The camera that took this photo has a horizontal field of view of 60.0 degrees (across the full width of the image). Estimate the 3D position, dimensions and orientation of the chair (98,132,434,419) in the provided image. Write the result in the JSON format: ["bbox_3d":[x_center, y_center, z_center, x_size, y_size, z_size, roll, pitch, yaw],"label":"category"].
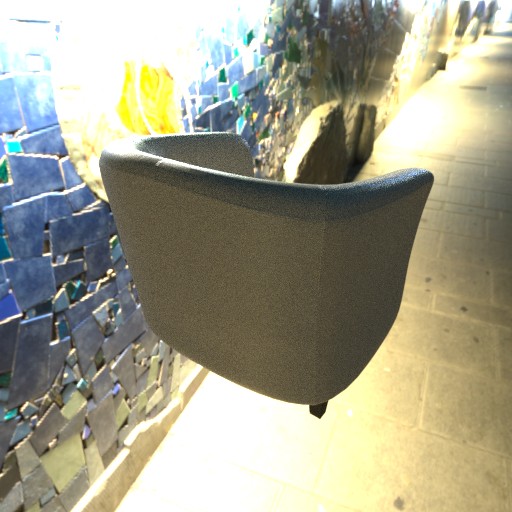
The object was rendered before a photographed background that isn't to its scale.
[{"bbox_3d":[0.000,0.000,1.354,0.792,0.756,0.727,20,35,32],"label":"chair"}]
